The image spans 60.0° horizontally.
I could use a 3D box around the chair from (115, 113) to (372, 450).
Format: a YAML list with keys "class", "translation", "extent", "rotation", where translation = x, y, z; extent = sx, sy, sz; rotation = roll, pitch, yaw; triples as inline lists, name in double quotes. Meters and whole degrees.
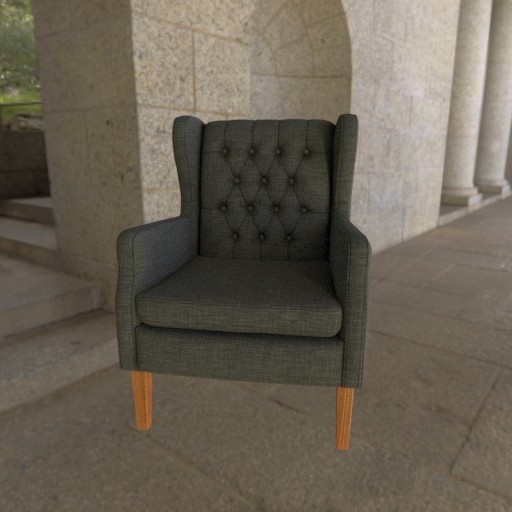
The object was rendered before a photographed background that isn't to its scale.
- class: "chair"
  translation: [0.000, 0.000, 1.515]
  extent: [0.711, 0.953, 0.775]
  rotation: [2, 14, 9]
